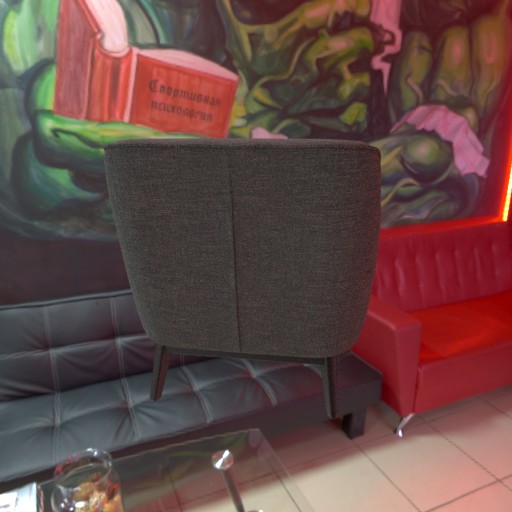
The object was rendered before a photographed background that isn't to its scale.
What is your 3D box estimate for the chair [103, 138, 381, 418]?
[{"bbox_3d":[0.000,0.000,1.584,0.870,0.829,0.851,2,16,9],"label":"chair"}]
